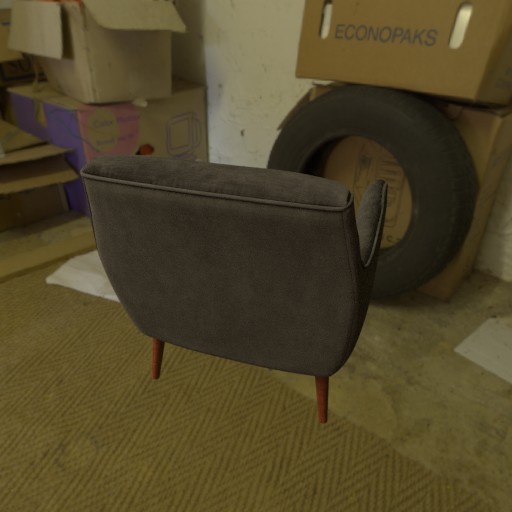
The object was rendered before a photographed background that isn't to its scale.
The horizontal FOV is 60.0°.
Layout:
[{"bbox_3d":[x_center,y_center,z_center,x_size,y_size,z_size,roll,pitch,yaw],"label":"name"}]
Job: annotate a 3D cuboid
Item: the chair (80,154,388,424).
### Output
[{"bbox_3d":[0.000,0.000,1.443,0.762,0.838,0.787,10,33,15],"label":"chair"}]
